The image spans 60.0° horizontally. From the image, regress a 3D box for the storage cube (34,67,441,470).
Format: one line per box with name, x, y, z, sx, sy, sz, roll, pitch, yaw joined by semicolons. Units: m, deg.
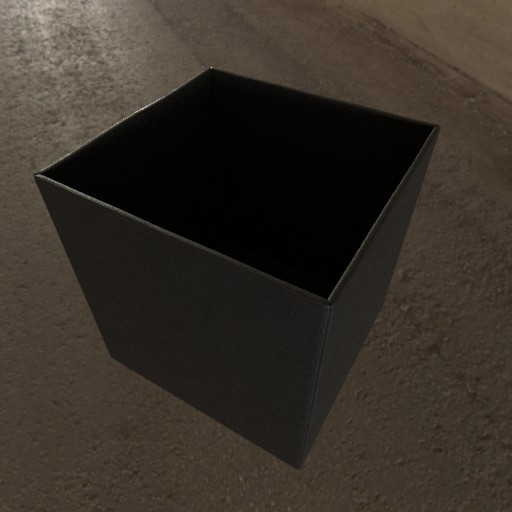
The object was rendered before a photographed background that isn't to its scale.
storage cube;0.000;0.000;0.491;0.270;0.280;0.270;23;50;21
